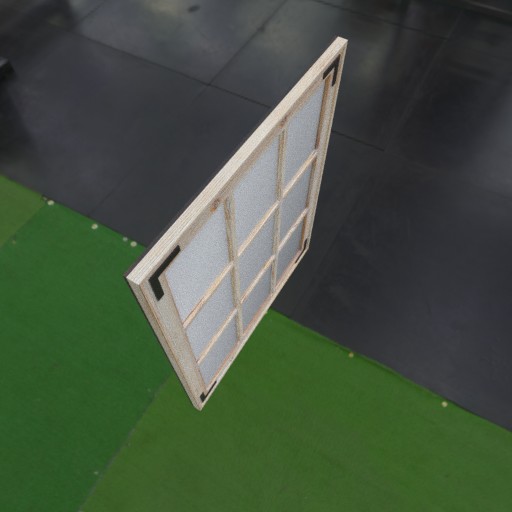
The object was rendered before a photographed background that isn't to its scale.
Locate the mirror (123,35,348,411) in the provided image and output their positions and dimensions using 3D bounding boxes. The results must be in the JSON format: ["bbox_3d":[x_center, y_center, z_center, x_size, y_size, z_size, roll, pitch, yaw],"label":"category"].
[{"bbox_3d":[0.000,0.000,1.219,0.032,0.882,0.730,28,63,16],"label":"mirror"}]
